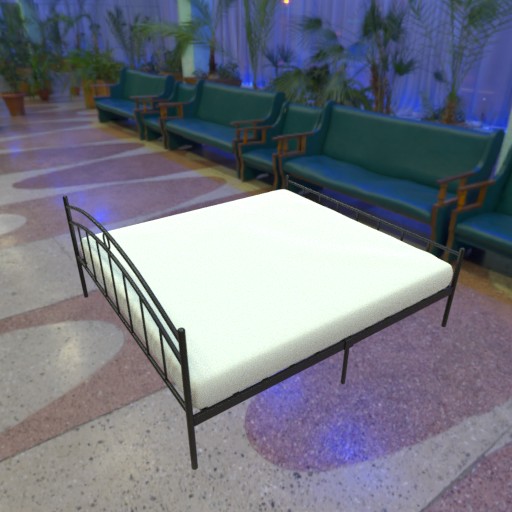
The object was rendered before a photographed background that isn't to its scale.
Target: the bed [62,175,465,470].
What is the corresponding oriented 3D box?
[{"bbox_3d":[0.000,0.000,3.139,2.040,0.940,1.880,-18,33,-30],"label":"bed"}]
